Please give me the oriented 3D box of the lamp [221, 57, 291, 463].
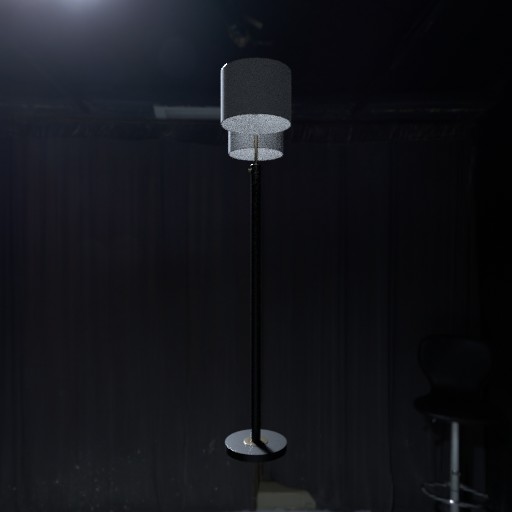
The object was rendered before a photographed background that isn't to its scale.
[{"bbox_3d":[0.000,0.000,1.829,0.254,1.587,0.711,0,0,0],"label":"lamp"}]
